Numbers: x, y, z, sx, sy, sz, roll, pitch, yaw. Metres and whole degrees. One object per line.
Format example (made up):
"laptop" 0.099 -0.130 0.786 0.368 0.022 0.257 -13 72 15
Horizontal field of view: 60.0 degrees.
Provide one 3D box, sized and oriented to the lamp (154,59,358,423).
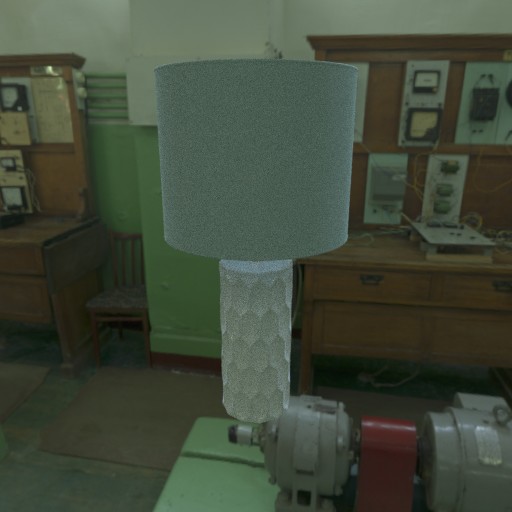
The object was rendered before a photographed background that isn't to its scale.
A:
"lamp" 0.000 0.000 0.692 0.277 0.534 0.277 3 17 8
